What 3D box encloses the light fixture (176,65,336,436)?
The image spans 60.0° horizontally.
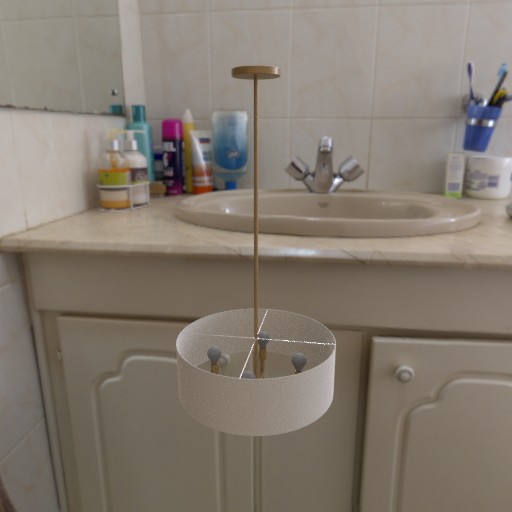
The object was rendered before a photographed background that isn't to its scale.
[{"bbox_3d":[0.000,0.000,1.360,0.508,1.067,0.508,0,15,0],"label":"light fixture"}]
